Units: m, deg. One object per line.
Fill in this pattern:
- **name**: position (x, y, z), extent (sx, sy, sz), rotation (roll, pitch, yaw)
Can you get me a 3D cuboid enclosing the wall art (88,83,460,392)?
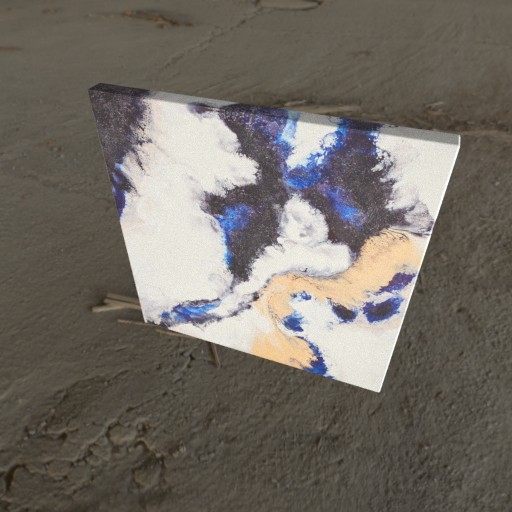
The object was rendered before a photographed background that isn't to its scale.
- **wall art**: position (0.000, 0.000, 0.897), extent (0.609, 0.609, 0.039), rotation (13, 43, 15)
